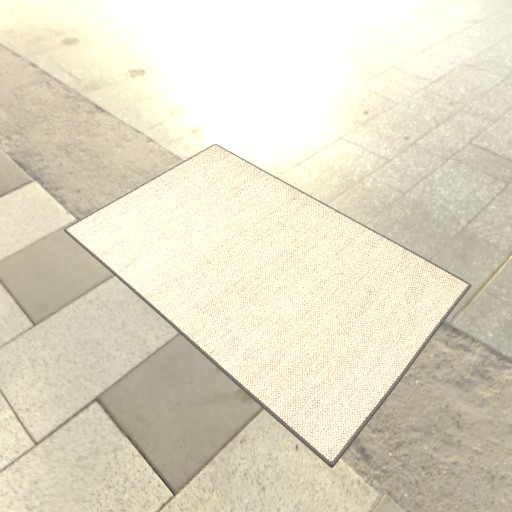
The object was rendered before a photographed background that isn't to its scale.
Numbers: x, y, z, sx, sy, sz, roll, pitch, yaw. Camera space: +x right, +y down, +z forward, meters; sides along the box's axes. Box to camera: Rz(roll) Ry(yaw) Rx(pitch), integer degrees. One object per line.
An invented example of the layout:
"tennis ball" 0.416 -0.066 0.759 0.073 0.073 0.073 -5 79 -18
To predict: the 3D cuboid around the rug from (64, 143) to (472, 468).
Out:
"rug" 0.000 0.000 2.115 1.676 0.013 1.067 34 56 28
